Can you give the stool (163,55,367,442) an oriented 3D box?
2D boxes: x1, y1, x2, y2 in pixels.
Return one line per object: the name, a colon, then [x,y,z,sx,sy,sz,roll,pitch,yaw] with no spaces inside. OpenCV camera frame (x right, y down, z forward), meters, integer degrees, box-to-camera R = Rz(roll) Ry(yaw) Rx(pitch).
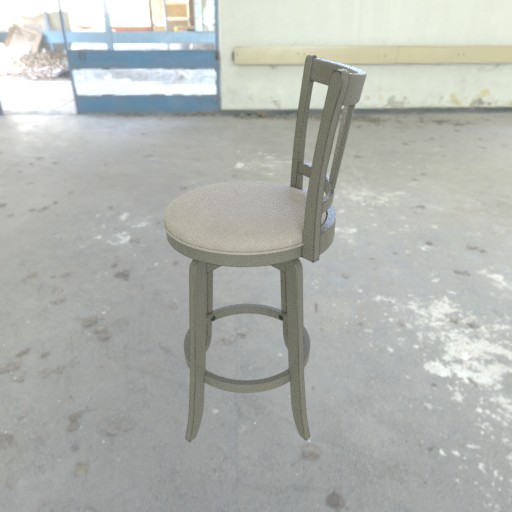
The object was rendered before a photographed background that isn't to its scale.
stool: [0.000,0.000,1.232,0.486,0.994,0.450,0,28,-1]
